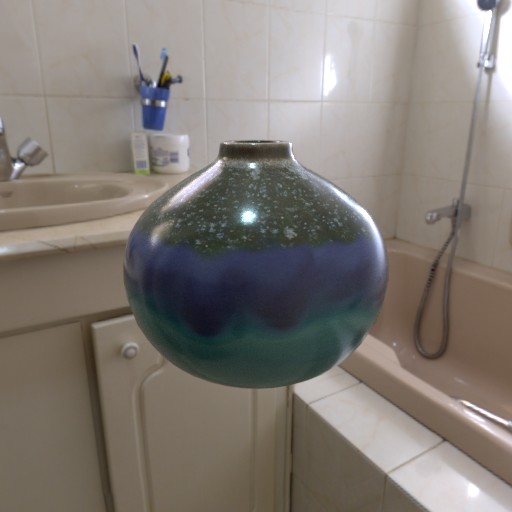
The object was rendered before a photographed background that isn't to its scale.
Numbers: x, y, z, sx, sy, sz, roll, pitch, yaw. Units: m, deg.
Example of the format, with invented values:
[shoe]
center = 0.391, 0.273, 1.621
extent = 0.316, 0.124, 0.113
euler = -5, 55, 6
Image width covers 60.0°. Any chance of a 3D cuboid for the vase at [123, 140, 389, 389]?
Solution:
[vase]
center = 0.000, 0.000, 0.265
extent = 0.154, 0.133, 0.154
euler = 0, 17, 0
